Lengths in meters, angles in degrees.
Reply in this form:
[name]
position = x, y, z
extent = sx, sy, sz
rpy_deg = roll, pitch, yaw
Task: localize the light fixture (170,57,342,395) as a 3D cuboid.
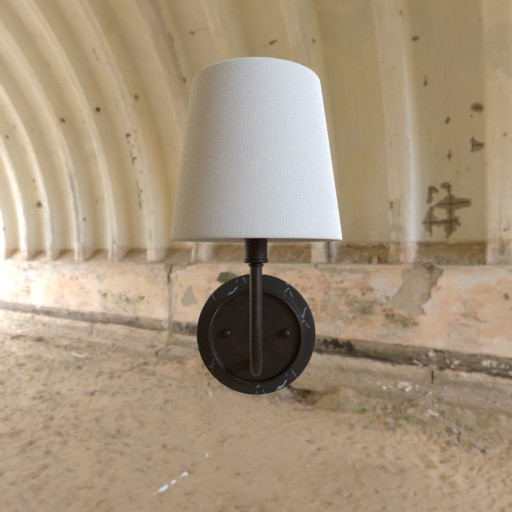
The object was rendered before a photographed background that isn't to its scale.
[light fixture]
position = 0.000, 0.000, 0.447
extent = 0.168, 0.337, 0.188
rpy_deg = 0, 0, 0
